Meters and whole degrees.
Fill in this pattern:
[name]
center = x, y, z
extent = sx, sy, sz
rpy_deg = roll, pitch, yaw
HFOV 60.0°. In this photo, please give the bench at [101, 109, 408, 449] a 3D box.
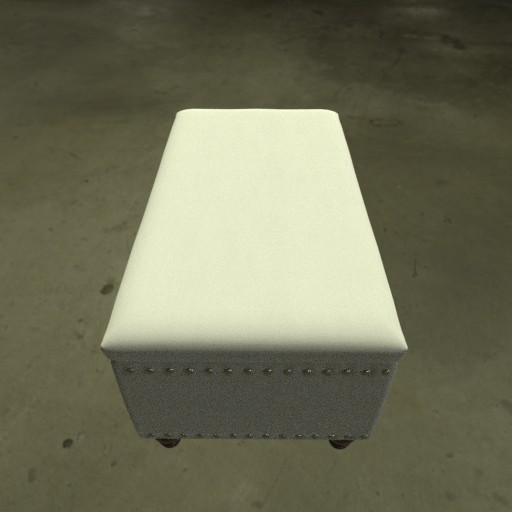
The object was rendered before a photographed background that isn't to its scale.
[bench]
center = 0.000, 0.000, 1.169
extent = 0.500, 0.449, 0.887
rpy_deg = 0, 42, 0
